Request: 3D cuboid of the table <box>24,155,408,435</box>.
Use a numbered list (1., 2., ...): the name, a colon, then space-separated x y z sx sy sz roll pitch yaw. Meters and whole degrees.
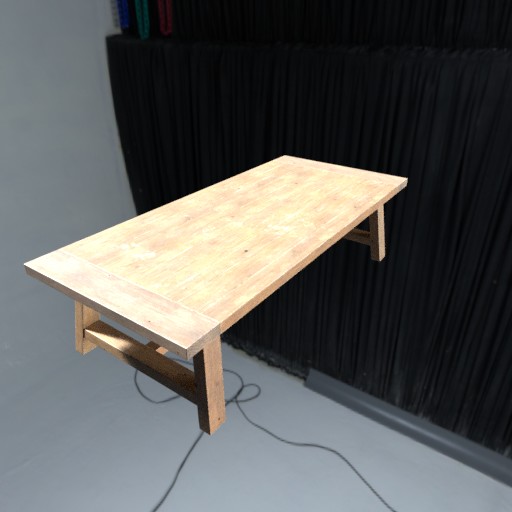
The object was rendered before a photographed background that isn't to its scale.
1. table: 0.000 0.000 2.178 0.820 0.465 1.800 19 33 31
